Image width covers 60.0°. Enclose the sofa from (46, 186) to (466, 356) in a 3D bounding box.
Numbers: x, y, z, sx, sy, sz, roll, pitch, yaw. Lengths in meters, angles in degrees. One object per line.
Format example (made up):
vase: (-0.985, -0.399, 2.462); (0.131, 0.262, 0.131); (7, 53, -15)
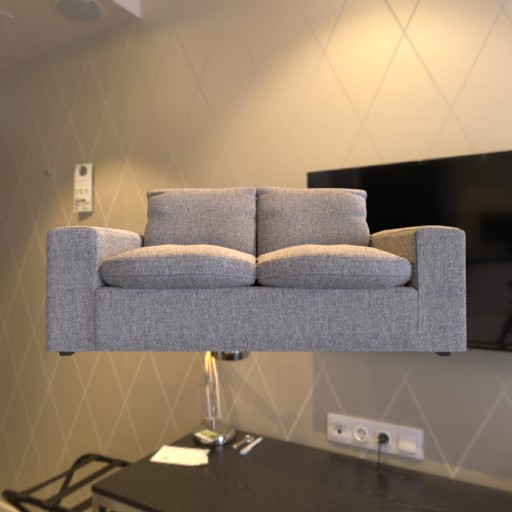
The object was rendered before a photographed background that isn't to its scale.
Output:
sofa: (0.000, 0.000, 2.325); (1.758, 0.877, 1.094); (0, -1, 0)
